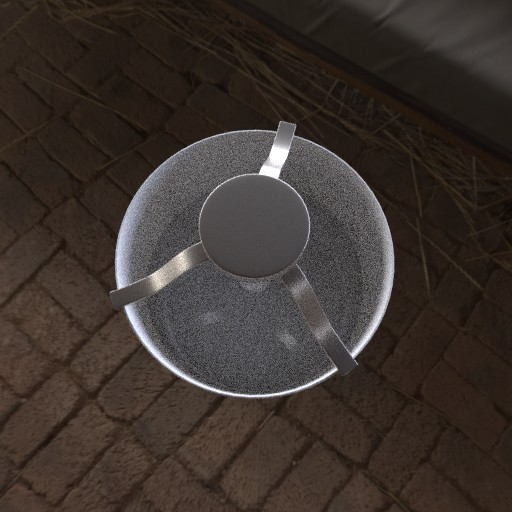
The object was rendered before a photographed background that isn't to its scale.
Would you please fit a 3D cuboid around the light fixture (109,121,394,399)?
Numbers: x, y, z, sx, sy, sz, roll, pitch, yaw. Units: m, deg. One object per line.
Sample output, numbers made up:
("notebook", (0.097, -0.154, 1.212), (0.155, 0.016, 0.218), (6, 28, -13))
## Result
("light fixture", (0.000, 0.000, 0.646), (0.395, 0.304, 0.395), (0, 74, 0))
